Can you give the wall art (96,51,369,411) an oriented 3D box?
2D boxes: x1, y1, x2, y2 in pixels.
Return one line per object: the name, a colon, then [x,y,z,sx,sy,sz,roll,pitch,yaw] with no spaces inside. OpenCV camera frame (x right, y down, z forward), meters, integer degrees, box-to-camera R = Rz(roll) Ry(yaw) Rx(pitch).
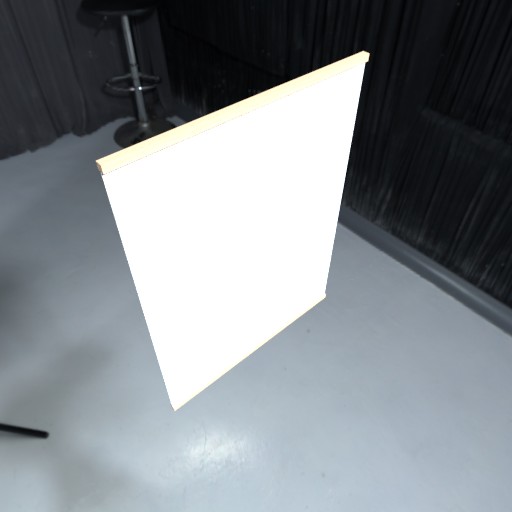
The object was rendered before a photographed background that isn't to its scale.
wall art: [0.000,0.000,0.809,0.459,0.608,0.012,-32,54,-27]
